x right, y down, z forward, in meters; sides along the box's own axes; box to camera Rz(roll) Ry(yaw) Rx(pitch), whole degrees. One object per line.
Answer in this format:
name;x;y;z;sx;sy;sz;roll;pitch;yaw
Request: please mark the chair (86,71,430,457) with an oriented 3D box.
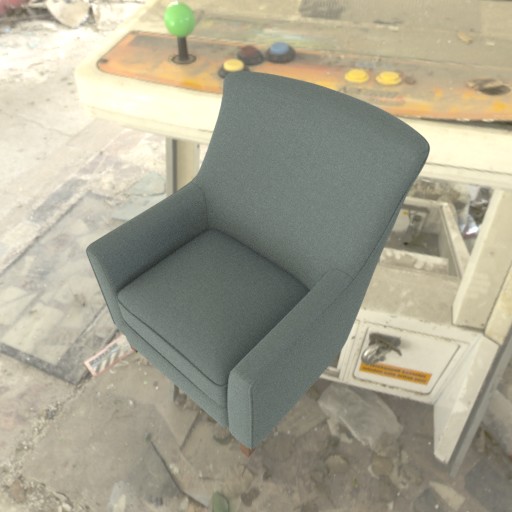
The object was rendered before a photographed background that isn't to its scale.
chair;0.000;0.000;1.552;0.756;0.916;0.879;33;54;28
